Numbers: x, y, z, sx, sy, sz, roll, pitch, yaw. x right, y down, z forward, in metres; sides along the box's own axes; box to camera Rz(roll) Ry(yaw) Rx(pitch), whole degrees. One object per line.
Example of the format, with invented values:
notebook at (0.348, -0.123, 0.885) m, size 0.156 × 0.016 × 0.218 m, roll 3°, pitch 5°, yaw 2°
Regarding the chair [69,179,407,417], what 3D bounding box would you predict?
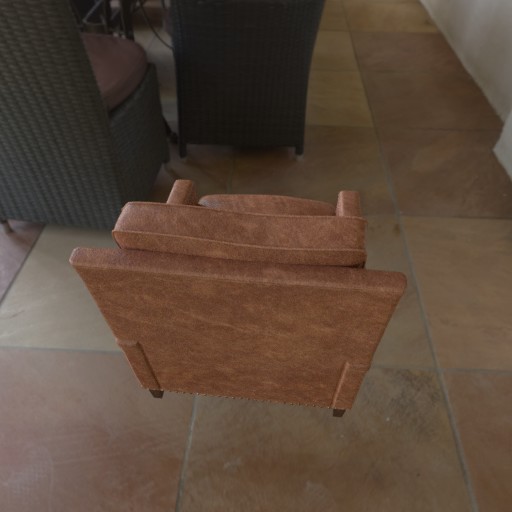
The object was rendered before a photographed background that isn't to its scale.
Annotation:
chair at (0.000, 0.000, 1.766) m, size 0.854 × 1.054 × 1.035 m, roll 5°, pitch 45°, yaw 4°
